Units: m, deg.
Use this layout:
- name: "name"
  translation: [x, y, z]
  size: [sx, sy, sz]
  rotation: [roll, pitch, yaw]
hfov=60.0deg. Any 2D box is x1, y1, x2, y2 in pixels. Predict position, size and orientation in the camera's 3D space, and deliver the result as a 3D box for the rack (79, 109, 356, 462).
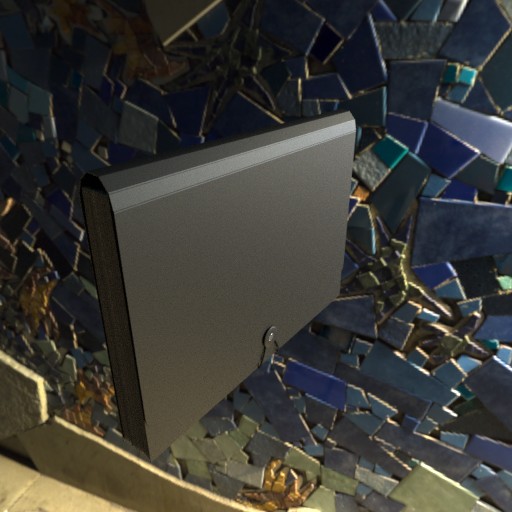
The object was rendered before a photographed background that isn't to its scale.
- name: "rack"
  translation: [0.000, 0.000, 0.438]
  size: [0.041, 0.241, 0.330]
  rotation: [18, 32, 33]
